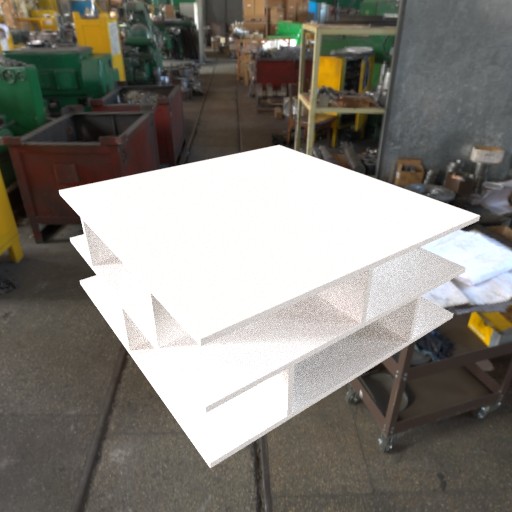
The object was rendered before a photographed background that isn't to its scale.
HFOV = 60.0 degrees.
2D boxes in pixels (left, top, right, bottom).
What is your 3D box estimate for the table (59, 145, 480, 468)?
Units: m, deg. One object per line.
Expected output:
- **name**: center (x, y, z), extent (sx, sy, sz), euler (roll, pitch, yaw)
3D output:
- **table**: center (0.000, 0.000, 1.104), extent (0.700, 0.289, 0.700), euler (-20, 35, -31)
